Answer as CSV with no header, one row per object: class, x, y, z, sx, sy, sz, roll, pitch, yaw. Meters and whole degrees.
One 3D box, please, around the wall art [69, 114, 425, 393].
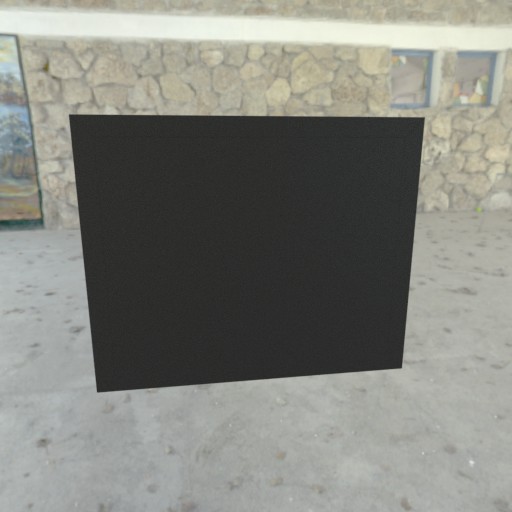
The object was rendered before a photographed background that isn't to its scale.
wall art,0.000,0.000,0.759,0.558,0.457,0.029,-2,15,-8
